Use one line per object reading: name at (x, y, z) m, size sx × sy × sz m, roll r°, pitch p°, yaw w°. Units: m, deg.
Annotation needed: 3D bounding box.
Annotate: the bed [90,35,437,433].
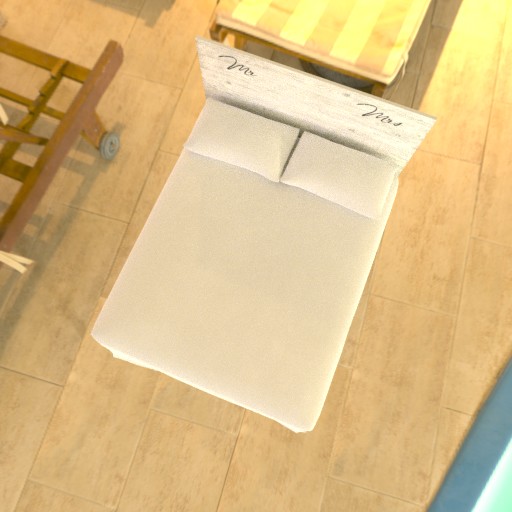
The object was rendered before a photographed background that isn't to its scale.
bed at (0.000, 0.000, 3.138) m, size 1.745 × 1.335 × 2.094 m, roll 21°, pitch 75°, yaw 6°
